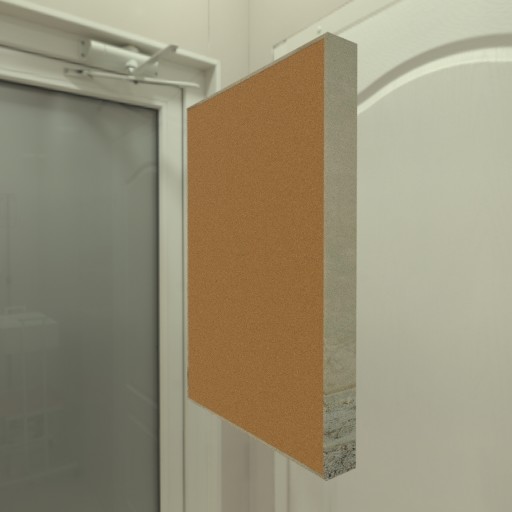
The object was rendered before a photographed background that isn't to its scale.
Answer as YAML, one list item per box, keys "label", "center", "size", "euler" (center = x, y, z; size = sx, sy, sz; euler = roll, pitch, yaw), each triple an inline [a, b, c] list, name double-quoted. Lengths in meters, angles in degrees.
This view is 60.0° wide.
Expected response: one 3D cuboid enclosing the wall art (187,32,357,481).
- label: "wall art"
  center: [0.000, 0.000, 0.489]
  size: [0.038, 0.381, 0.254]
  euler: [-1, 1, -36]
